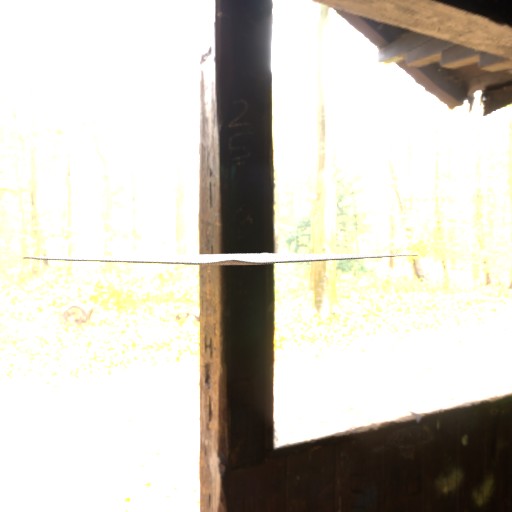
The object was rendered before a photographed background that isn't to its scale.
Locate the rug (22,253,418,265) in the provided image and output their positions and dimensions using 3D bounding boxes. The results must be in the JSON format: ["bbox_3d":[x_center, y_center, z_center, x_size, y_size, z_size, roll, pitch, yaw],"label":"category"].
[{"bbox_3d":[0.000,0.000,2.429,1.214,0.023,1.947,1,1,35],"label":"rug"}]
